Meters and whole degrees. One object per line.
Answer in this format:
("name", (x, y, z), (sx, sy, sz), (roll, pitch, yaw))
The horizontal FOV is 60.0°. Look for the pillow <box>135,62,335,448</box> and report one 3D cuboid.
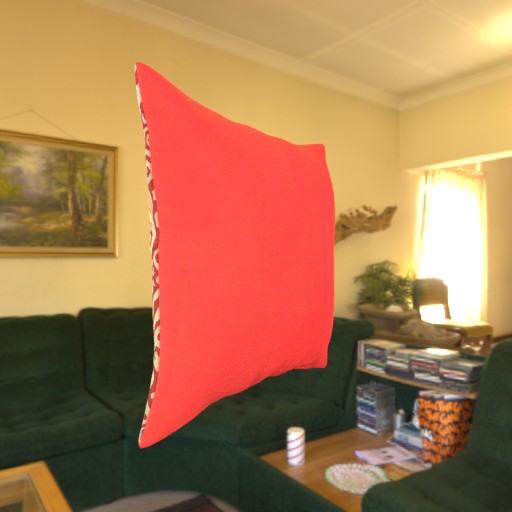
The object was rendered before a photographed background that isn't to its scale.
("pillow", (0.000, 0.000, 0.787), (0.192, 0.507, 0.522), (0, -1, 36))
